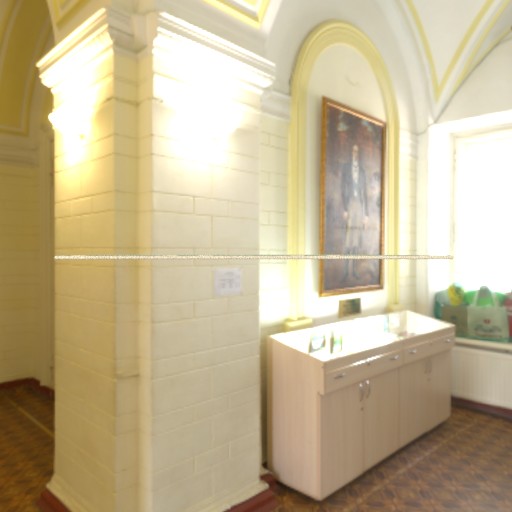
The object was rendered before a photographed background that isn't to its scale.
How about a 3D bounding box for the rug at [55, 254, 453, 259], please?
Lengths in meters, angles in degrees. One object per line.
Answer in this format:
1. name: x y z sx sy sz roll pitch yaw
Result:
1. rug: 0.000 0.000 2.910 1.528 0.015 2.443 0 0 1
